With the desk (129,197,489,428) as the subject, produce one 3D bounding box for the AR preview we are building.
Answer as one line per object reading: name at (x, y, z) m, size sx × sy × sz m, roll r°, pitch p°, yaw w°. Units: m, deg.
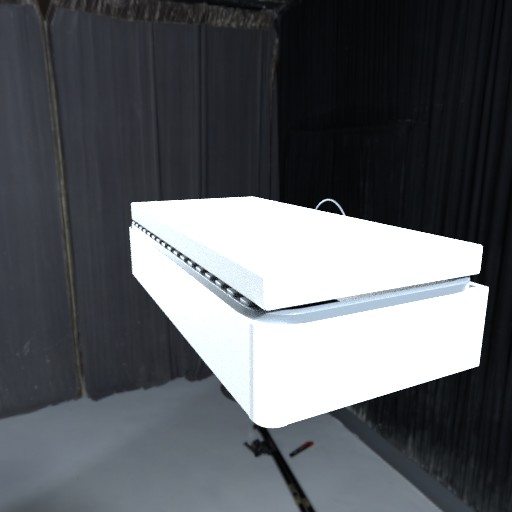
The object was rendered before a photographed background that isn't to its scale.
desk at (0.000, 0.000, 2.211) m, size 0.900 × 0.526 × 1.900 m, roll -6°, pitch 15°, yaw -25°
